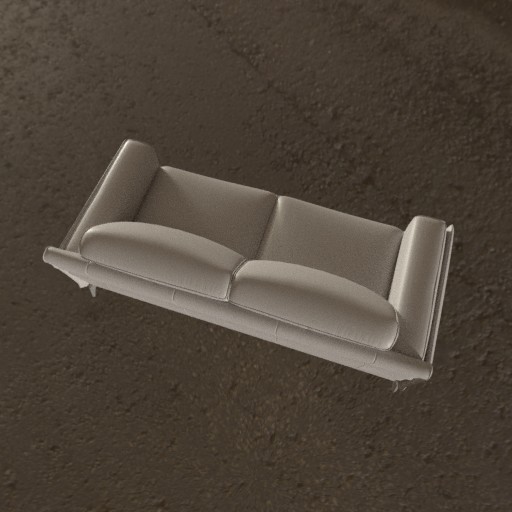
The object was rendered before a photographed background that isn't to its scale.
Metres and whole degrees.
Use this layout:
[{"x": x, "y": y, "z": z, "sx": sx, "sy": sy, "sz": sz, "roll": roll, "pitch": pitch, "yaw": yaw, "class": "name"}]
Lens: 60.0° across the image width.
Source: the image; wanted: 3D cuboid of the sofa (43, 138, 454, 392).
[{"x": 0.000, "y": 0.000, "z": 2.581, "sx": 2.101, "sy": 0.930, "sz": 1.049, "roll": 16, "pitch": 64, "yaw": 8, "class": "sofa"}]
